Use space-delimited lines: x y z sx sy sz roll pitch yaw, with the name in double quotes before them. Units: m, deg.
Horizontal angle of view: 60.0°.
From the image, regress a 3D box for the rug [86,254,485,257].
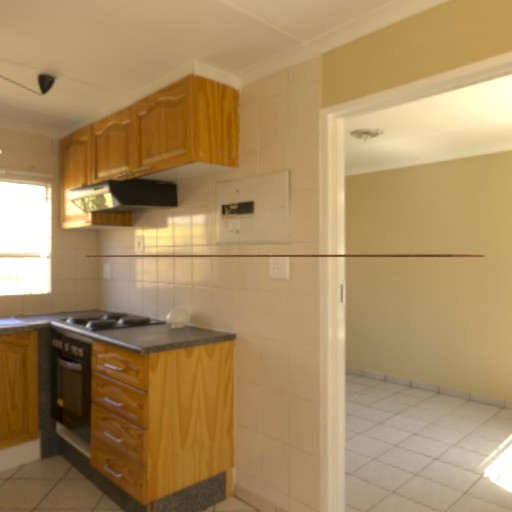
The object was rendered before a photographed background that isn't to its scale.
"rug" 0.000 0.000 2.750 2.448 0.012 0.769 0 0 36
